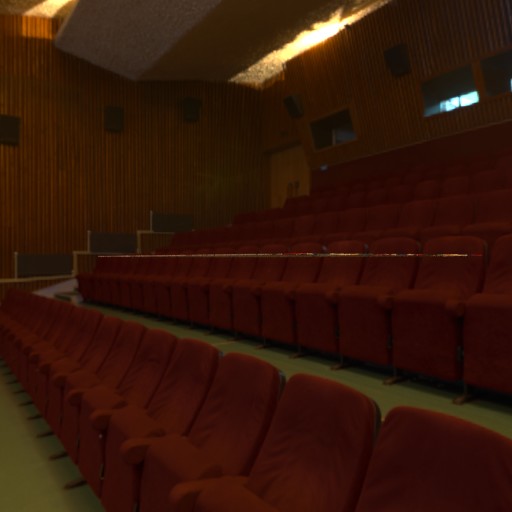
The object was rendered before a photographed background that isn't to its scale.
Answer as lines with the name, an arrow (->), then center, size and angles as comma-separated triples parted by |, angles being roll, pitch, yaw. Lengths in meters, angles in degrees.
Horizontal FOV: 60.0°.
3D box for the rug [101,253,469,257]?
rug -> 0.000, 0.000, 3.079 | 1.465, 0.012, 2.465 | 0, 0, -36
